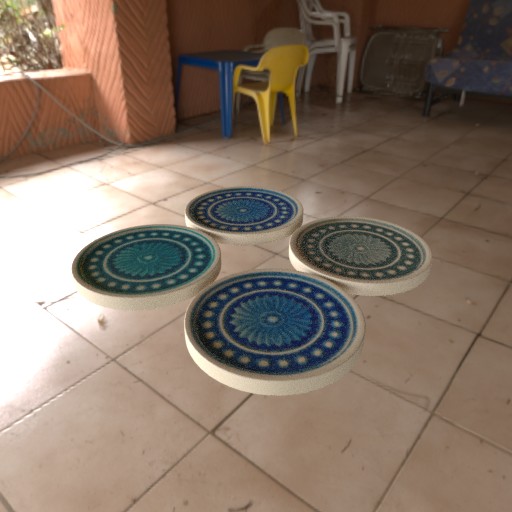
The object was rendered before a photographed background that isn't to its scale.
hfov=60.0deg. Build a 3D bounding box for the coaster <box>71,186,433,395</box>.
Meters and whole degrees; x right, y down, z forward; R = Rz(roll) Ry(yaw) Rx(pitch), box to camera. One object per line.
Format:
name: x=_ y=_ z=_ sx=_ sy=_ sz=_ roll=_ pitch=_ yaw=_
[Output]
coaster: x=0.000 y=0.000 z=0.339 sx=0.224 sy=0.010 sz=0.220 roll=22 pitch=36 yaw=32
